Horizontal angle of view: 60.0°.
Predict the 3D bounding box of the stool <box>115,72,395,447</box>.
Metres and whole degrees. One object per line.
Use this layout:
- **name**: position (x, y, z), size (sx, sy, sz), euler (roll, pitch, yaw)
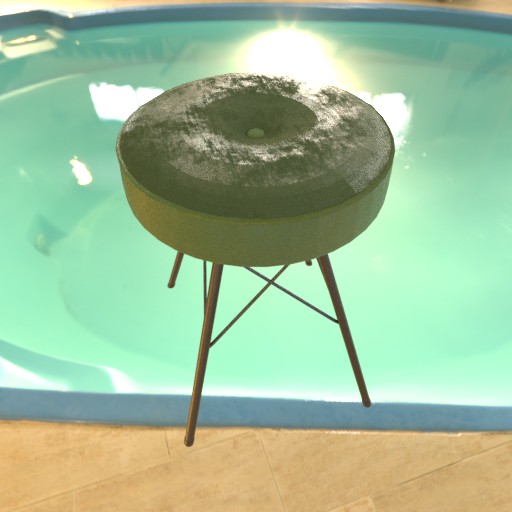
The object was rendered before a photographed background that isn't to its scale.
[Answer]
- **stool**: position (0.000, 0.000, 0.892), size (0.430, 0.595, 0.457), euler (-9, 47, -9)
